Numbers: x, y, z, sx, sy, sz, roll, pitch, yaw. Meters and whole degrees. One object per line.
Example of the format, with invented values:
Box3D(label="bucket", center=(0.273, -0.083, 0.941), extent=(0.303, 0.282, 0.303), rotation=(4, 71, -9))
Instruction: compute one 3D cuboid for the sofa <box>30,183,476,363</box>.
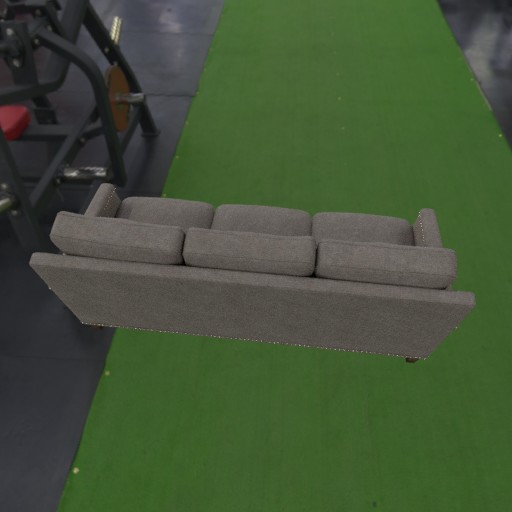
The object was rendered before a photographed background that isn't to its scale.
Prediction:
Box3D(label="sofa", center=(0.000, 0.000, 2.770), extent=(2.226, 1.042, 1.034), rotation=(5, 49, 4))
